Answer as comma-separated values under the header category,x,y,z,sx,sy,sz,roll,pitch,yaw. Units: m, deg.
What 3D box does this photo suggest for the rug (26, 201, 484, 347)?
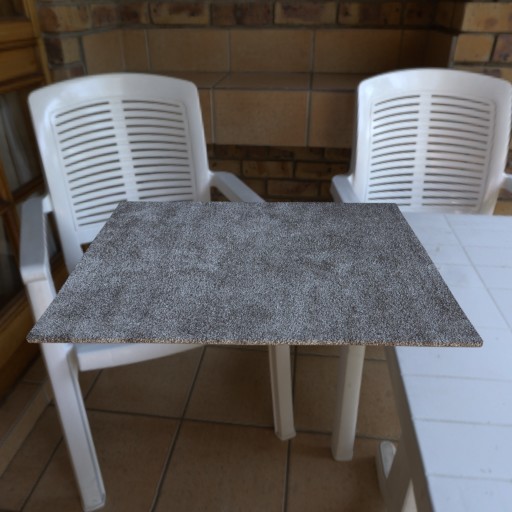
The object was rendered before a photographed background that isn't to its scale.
category,x,y,z,sx,sy,sz,roll,pitch,yaw
rug,0.000,0.000,2.065,1.601,0.025,1.198,0,31,1
